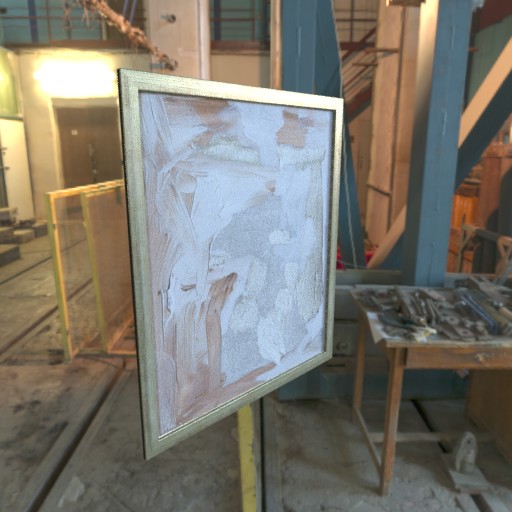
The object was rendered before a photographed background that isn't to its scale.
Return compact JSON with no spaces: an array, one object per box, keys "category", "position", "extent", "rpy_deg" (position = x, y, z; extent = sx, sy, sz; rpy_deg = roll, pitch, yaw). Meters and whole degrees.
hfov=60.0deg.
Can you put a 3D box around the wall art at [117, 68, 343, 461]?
[{"category":"wall art","position":[0.000,0.000,0.778],"extent":[0.009,0.559,0.483],"rpy_deg":[13,19,43]}]
